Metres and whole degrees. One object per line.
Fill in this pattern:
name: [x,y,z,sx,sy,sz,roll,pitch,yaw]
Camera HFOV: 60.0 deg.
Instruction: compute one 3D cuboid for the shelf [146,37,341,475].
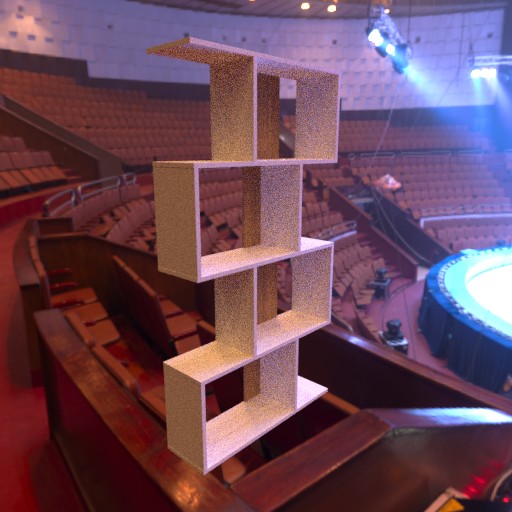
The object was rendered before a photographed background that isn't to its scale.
shelf: [0.000,0.000,2.020,0.250,1.650,0.890,12,18,42]
